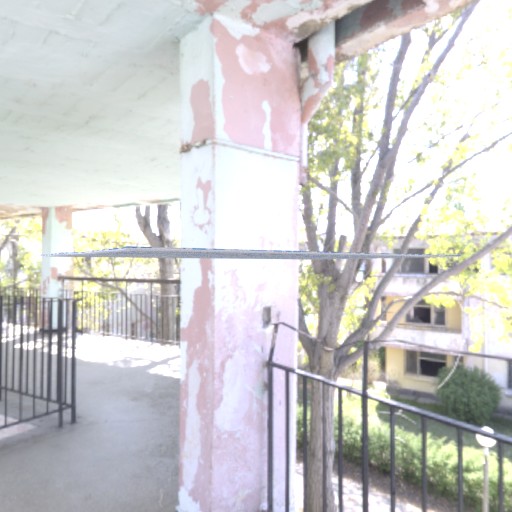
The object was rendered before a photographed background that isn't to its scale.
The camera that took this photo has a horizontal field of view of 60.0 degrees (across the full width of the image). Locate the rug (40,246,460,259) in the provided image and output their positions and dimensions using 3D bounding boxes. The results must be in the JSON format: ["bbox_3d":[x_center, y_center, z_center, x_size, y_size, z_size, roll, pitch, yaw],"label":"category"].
[{"bbox_3d":[0.000,0.000,2.306,1.830,0.011,1.209,1,-2,-37],"label":"rug"}]
